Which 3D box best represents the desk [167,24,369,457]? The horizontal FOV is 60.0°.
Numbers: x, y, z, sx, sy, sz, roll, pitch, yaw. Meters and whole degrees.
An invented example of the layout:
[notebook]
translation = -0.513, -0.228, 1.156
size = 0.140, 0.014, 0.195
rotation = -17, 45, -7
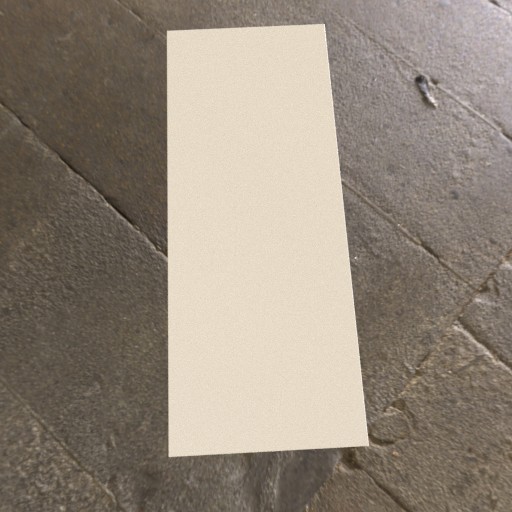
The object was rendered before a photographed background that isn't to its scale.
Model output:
[desk]
translation = 0.000, 0.000, 1.388
size = 0.400, 0.790, 1.000
rotation = -3, 76, -1
